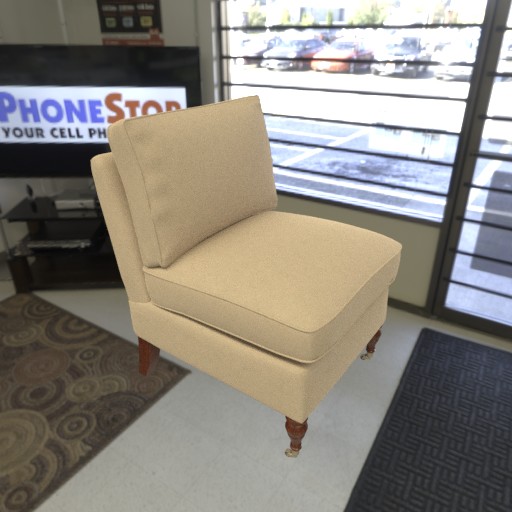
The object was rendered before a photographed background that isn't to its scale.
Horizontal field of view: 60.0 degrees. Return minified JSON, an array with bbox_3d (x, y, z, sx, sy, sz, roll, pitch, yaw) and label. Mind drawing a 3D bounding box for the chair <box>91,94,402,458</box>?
[{"bbox_3d":[0.000,0.000,1.673,0.912,1.052,0.724,18,32,32],"label":"chair"}]
